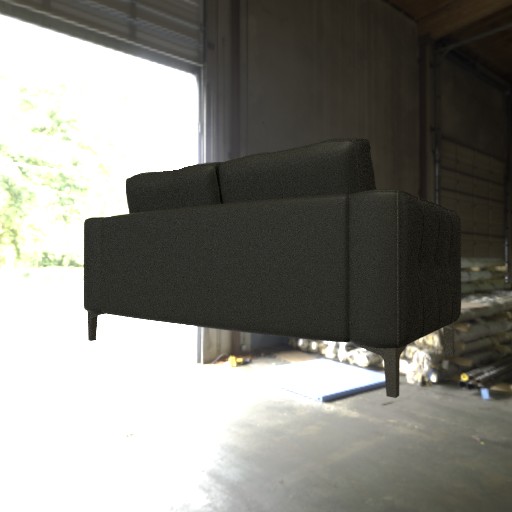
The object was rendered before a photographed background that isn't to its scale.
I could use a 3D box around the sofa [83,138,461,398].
[{"bbox_3d":[0.000,0.000,2.171,1.726,0.893,0.833,0,-1,36],"label":"sofa"}]
